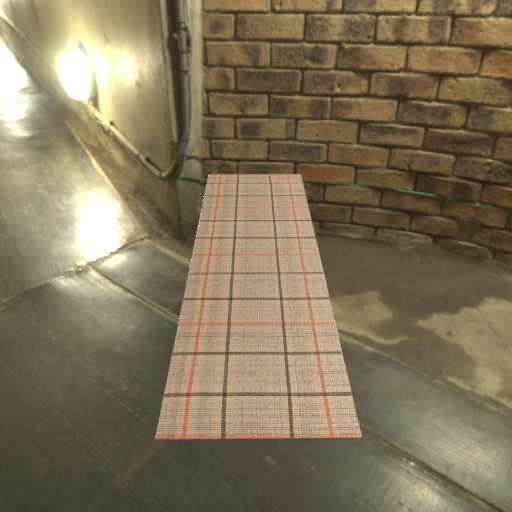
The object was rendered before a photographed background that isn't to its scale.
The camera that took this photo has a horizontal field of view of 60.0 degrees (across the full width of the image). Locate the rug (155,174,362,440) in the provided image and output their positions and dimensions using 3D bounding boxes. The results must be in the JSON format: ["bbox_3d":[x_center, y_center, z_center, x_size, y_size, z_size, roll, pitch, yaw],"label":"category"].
[{"bbox_3d":[0.000,0.000,2.646,0.762,0.008,2.439,0,34,0],"label":"rug"}]
